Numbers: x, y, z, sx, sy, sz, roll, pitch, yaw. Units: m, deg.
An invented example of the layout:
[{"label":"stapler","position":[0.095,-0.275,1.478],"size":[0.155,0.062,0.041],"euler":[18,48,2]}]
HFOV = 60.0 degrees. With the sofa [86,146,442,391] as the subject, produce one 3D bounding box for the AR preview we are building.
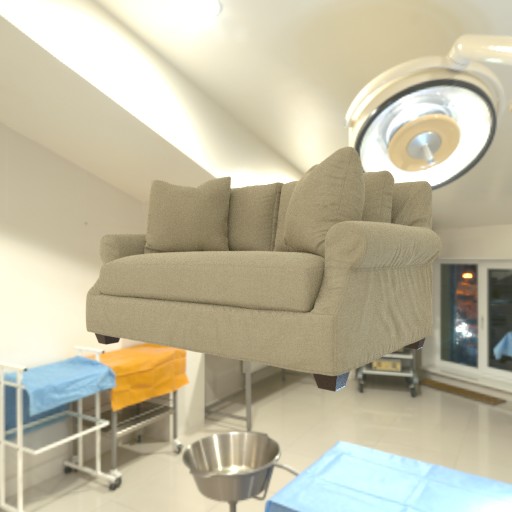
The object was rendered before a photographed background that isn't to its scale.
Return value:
[{"label":"sofa","position":[0.000,0.000,2.242],"size":[1.550,0.905,1.070],"euler":[0,0,38]}]
